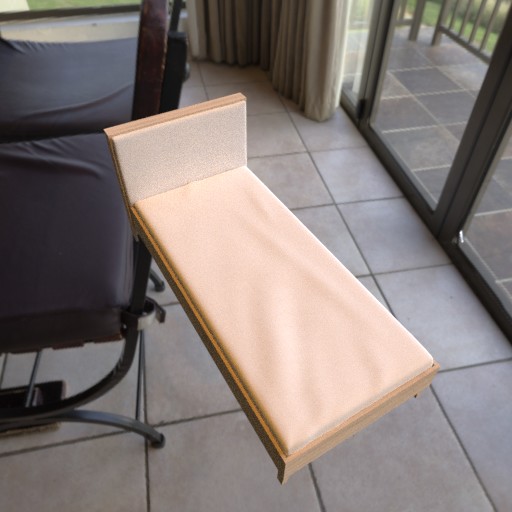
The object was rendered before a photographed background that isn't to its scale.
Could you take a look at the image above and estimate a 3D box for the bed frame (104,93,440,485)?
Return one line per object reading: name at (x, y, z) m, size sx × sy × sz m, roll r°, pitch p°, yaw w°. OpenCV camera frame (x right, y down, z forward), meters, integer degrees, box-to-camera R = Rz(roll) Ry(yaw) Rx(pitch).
bed frame at (0.000, 0.000, 2.680) m, size 0.990 × 0.920 × 2.140 m, roll -23°, pitch 50°, yaw -20°
